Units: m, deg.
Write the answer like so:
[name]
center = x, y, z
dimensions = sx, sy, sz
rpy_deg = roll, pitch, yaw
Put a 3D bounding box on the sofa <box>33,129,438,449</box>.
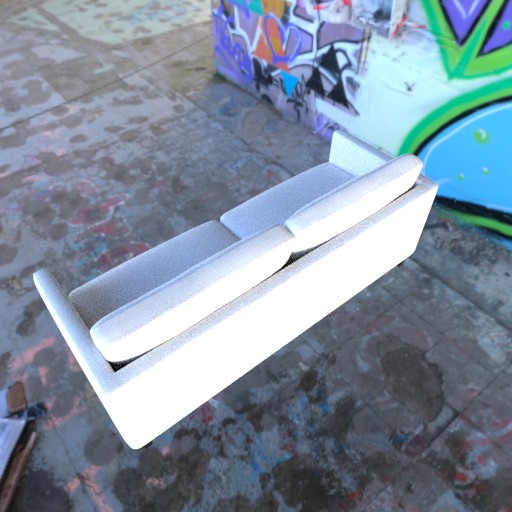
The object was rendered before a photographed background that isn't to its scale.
[sofa]
center = 0.000, 0.000, 2.880
dimensions = 2.434, 0.965, 0.948
rpy_deg = -30, 54, -25
